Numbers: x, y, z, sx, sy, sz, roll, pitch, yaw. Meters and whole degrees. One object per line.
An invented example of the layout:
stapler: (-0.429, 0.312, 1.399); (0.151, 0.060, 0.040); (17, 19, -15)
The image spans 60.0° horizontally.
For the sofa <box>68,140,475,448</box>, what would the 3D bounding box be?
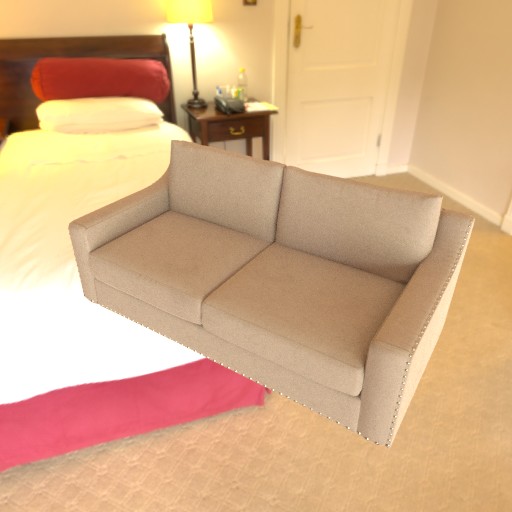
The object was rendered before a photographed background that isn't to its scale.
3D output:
sofa: (0.000, 0.000, 2.468); (1.967, 0.901, 1.030); (19, 36, 28)
